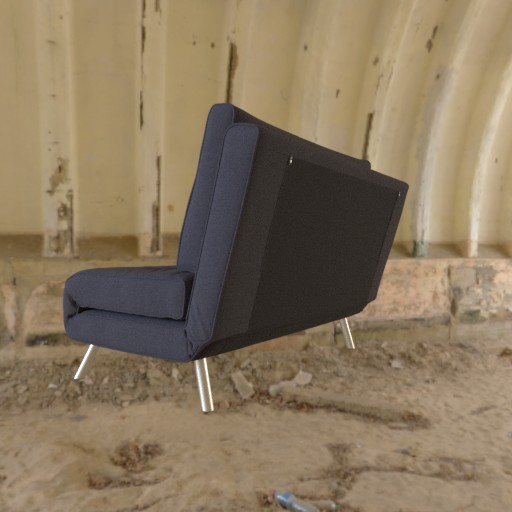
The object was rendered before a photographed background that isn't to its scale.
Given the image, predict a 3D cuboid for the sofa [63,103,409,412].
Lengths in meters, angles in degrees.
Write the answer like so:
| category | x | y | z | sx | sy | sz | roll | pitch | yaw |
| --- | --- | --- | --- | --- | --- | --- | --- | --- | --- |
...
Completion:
| category | x | y | z | sx | sy | sz | roll | pitch | yaw |
| --- | --- | --- | --- | --- | --- | --- | --- | --- | --- |
| sofa | 0.000 | 0.000 | 1.848 | 0.910 | 0.910 | 1.220 | 1 | 1 | 36 |
